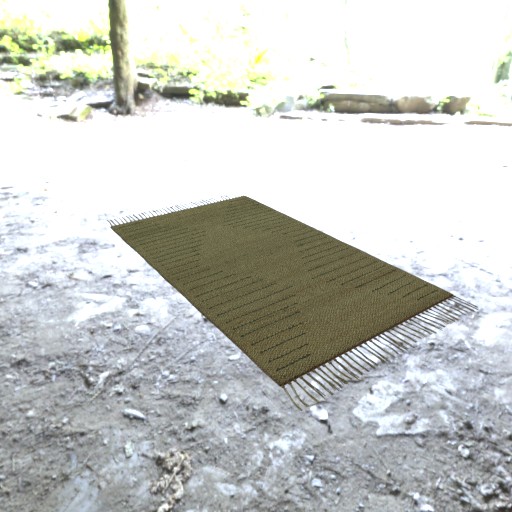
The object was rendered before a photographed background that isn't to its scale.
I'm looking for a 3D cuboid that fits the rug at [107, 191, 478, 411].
[{"bbox_3d":[0.000,0.000,2.082,0.905,0.017,1.718,-18,32,-31],"label":"rug"}]
